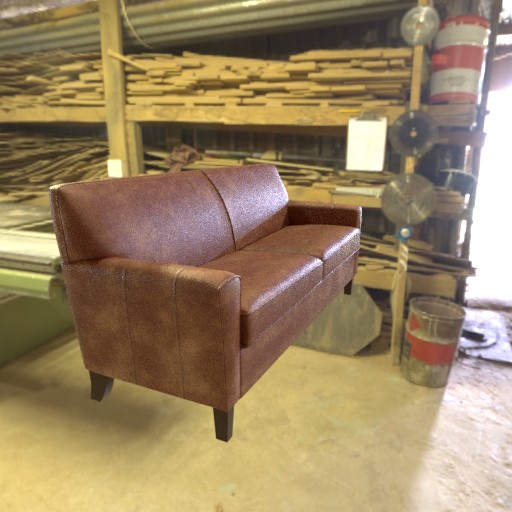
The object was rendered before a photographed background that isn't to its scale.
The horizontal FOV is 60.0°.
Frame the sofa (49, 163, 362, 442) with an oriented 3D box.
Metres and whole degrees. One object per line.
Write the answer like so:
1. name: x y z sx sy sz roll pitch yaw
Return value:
1. sofa: 0.000 0.000 2.535 0.805 0.947 2.053 7 16 25
